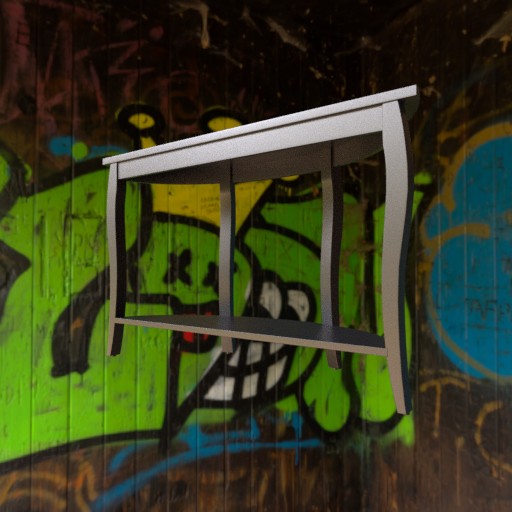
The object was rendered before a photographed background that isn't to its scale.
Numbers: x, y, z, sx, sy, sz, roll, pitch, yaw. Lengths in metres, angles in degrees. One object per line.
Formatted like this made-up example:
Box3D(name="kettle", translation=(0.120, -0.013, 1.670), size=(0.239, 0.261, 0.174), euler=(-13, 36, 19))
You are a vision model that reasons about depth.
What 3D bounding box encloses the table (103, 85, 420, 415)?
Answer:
Box3D(name="table", translation=(0.000, 0.000, 1.547), size=(1.219, 0.780, 0.394), euler=(-1, -2, 36))
